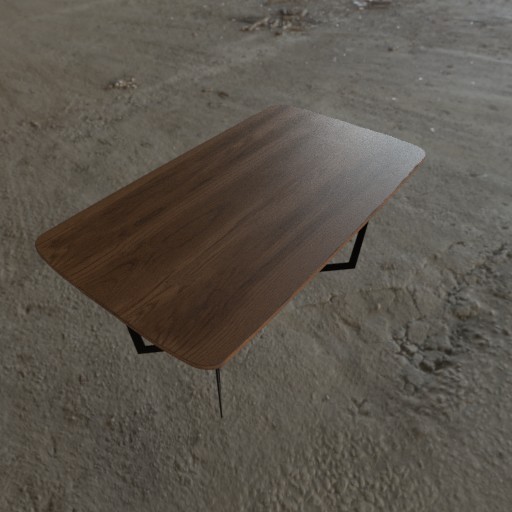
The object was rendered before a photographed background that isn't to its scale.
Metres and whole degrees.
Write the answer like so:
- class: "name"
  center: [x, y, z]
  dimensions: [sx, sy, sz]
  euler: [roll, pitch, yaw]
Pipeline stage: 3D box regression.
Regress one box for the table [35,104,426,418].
- class: "table"
  center: [0.000, 0.000, 2.174]
  dimensions: [0.949, 0.765, 1.643]
  euler: [28, 49, 27]
